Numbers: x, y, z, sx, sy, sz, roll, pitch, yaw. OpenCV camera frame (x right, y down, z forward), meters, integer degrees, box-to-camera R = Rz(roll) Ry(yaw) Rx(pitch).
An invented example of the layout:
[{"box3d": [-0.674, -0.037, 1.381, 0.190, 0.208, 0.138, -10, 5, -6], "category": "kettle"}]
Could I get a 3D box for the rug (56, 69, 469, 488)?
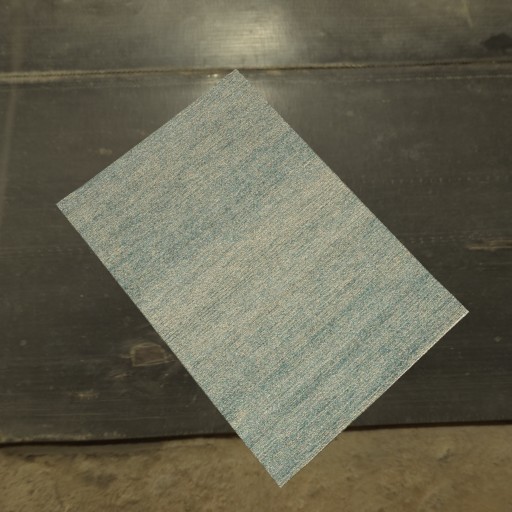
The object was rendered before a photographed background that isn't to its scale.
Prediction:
[{"box3d": [0.000, 0.000, 5.098, 2.802, 0.052, 4.078, -40, 80, -8], "category": "rug"}]
